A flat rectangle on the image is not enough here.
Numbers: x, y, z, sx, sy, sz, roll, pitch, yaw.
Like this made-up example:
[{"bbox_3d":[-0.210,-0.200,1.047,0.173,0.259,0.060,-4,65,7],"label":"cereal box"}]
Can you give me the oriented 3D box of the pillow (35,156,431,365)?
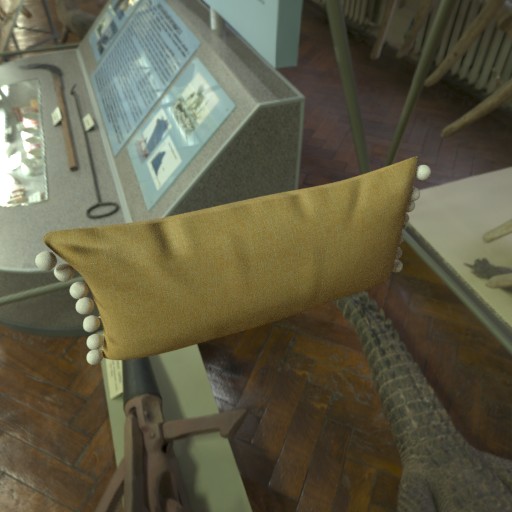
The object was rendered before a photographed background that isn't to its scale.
[{"bbox_3d":[0.000,0.000,0.840,0.709,0.322,0.201,-15,45,-15],"label":"pillow"}]
